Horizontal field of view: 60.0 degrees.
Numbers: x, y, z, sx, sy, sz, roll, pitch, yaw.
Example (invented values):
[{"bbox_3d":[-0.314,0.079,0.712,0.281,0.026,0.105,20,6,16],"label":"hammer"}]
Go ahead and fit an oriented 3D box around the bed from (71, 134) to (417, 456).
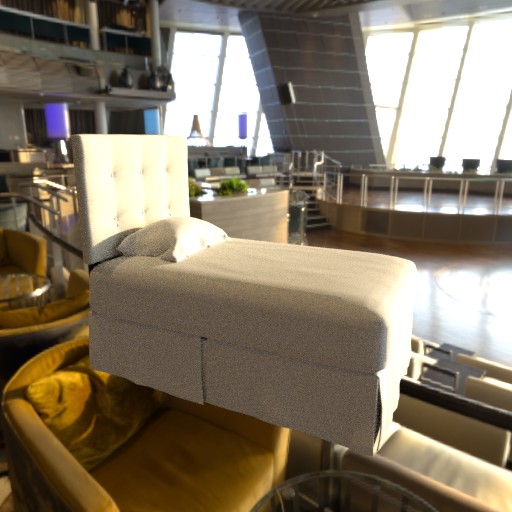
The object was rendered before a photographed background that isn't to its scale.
[{"bbox_3d":[0.000,0.000,2.959,1.997,1.571,1.261,7,16,25],"label":"bed"}]
